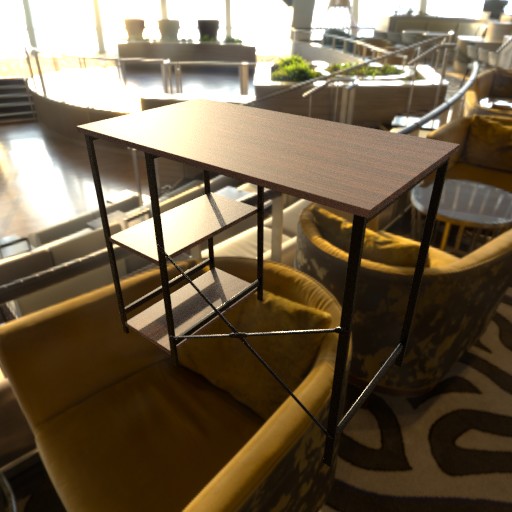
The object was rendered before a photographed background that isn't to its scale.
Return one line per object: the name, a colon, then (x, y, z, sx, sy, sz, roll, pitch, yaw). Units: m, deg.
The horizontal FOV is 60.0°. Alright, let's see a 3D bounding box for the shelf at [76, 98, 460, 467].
shelf: (0.000, 0.000, 1.369, 0.902, 0.750, 0.498, 22, 37, 32)
